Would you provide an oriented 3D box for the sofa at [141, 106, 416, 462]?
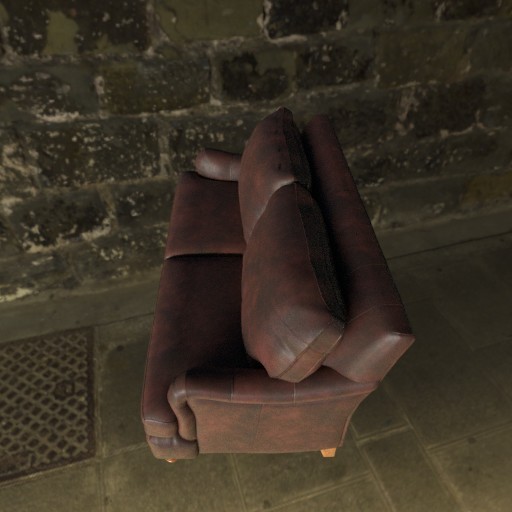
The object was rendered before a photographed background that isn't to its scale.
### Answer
[{"bbox_3d":[0.000,0.000,2.716,1.147,1.071,2.144,-2,41,-2],"label":"sofa"}]
